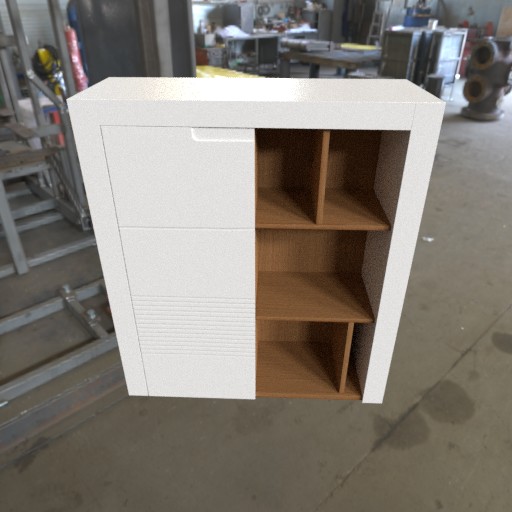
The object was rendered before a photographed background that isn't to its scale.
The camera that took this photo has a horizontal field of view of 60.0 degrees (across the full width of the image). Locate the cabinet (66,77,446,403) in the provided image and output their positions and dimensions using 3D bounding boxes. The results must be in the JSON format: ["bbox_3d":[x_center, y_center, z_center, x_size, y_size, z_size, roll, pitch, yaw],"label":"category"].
[{"bbox_3d":[0.000,0.000,1.598,0.990,1.150,0.348,1,31,2],"label":"cabinet"}]
